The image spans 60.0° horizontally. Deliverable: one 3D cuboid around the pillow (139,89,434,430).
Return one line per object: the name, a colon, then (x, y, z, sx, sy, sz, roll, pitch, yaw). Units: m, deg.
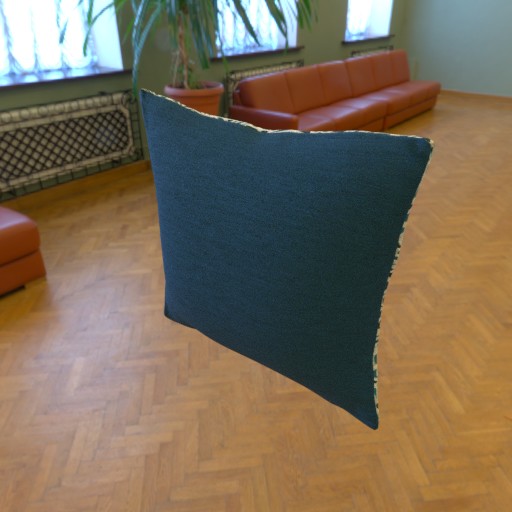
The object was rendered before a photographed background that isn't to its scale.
pillow: (0.000, 0.000, 0.645, 0.440, 0.420, 0.145, 21, 36, 32)
